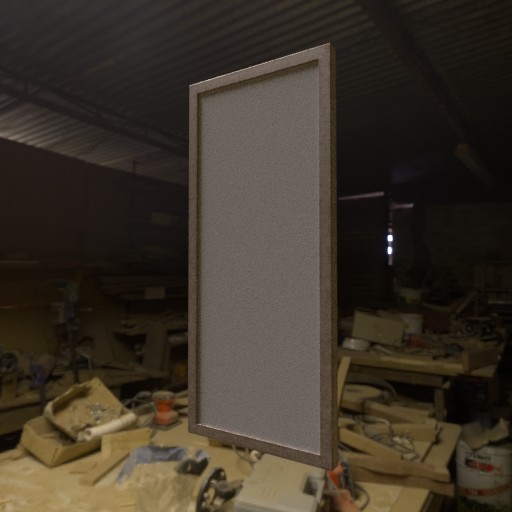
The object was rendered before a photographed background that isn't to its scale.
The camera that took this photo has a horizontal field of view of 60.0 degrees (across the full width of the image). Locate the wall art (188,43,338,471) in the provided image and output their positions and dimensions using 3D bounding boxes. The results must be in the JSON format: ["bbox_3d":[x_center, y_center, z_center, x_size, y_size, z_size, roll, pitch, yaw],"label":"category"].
[{"bbox_3d":[0.000,0.000,1.709,0.648,1.461,0.051,-1,-2,34],"label":"wall art"}]
